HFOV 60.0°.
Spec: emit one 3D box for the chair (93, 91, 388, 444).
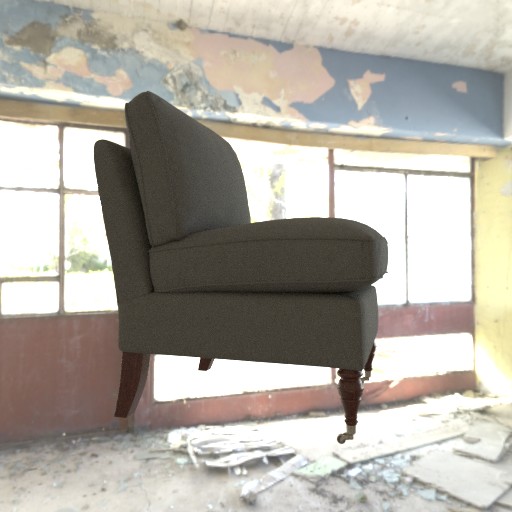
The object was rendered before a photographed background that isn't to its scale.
[{"bbox_3d":[0.000,0.000,1.636,0.924,1.045,0.724,0,0,18],"label":"chair"}]
